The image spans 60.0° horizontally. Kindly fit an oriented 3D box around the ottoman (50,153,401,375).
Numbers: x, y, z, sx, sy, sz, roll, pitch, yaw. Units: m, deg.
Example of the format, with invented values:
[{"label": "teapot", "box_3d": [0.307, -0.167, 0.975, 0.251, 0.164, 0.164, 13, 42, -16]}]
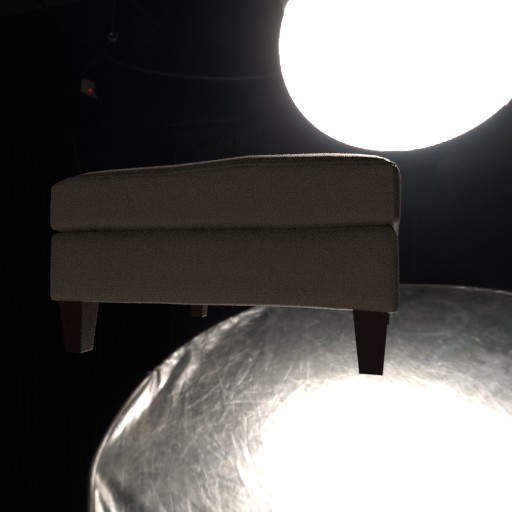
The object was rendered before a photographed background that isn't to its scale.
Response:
[{"label": "ottoman", "box_3d": [0.000, 0.000, 1.355, 0.838, 0.481, 0.838, 0, -1, 17]}]
